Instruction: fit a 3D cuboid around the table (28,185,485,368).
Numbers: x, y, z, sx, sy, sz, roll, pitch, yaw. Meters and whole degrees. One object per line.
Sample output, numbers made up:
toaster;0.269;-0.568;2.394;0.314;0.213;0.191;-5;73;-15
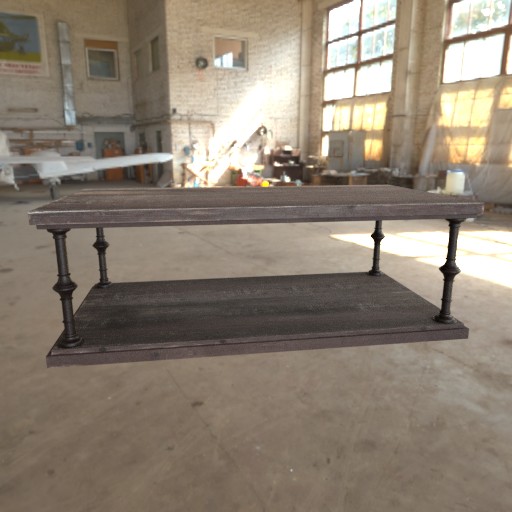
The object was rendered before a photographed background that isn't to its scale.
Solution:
table;0.000;0.000;1.353;1.088;0.373;0.554;-2;14;-9
